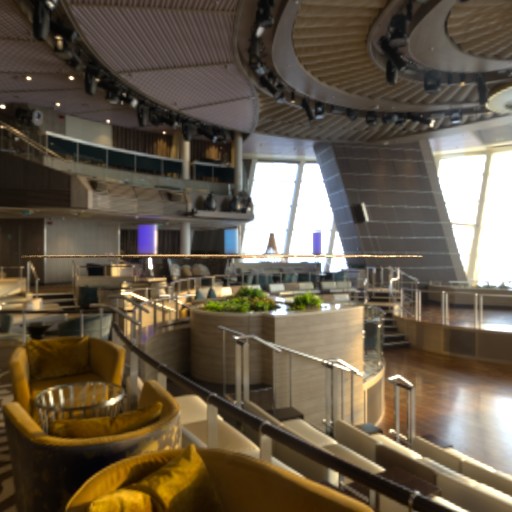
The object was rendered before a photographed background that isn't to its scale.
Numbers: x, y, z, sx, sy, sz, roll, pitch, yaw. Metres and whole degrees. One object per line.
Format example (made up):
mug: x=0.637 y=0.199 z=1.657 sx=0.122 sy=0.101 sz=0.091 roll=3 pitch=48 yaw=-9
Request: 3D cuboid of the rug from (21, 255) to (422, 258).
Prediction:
rug: x=0.000 y=0.000 z=2.207 sx=1.152 sy=0.013 sz=1.761 roll=0 pitch=0 yaw=35
